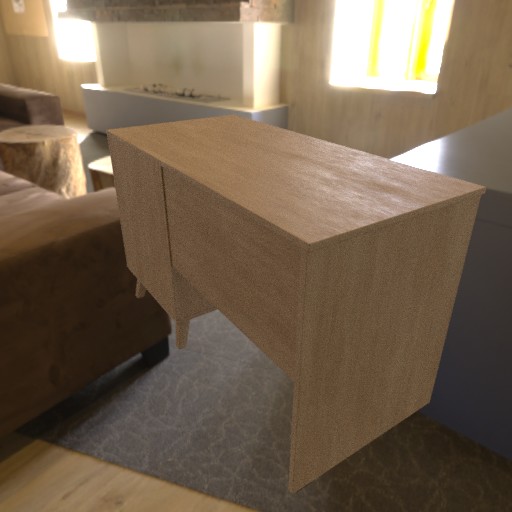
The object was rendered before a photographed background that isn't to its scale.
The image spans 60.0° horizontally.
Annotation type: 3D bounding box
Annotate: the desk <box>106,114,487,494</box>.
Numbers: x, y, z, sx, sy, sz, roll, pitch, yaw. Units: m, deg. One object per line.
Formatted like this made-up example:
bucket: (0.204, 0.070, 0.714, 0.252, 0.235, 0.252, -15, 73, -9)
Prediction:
desk: (0.000, 0.000, 1.638, 0.600, 0.770, 1.251, -17, 32, -30)
